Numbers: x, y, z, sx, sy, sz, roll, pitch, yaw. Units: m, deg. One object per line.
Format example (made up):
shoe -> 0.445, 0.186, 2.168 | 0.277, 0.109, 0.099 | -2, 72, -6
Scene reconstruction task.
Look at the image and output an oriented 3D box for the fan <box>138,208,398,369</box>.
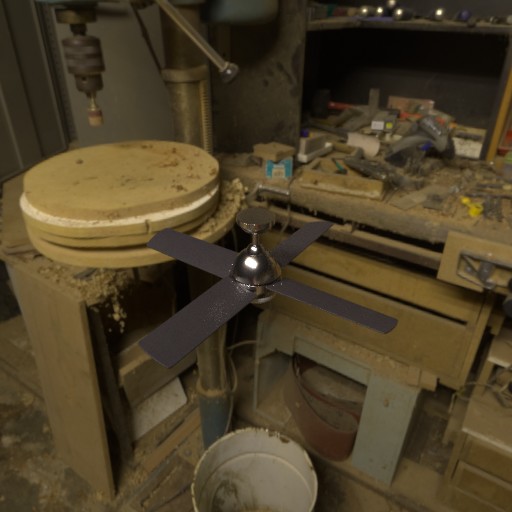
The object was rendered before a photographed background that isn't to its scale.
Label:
fan -> 0.000, 0.000, 2.022 | 1.332, 0.403, 1.332 | 20, 36, 29
